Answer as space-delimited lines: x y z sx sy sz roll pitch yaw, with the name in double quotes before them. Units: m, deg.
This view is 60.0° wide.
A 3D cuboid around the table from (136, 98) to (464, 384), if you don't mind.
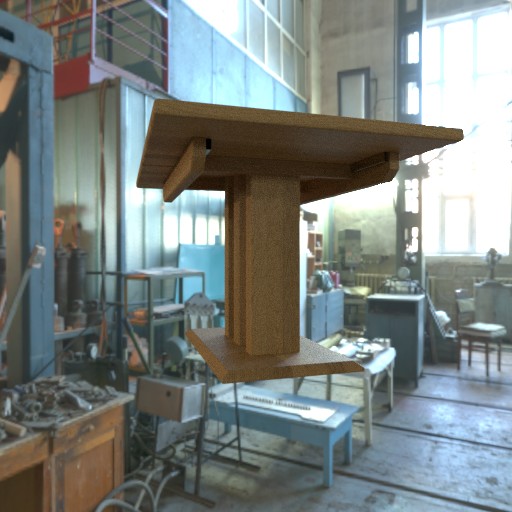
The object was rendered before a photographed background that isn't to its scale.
"table" 0.000 0.000 1.805 0.900 0.770 1.300 0 1 -17
